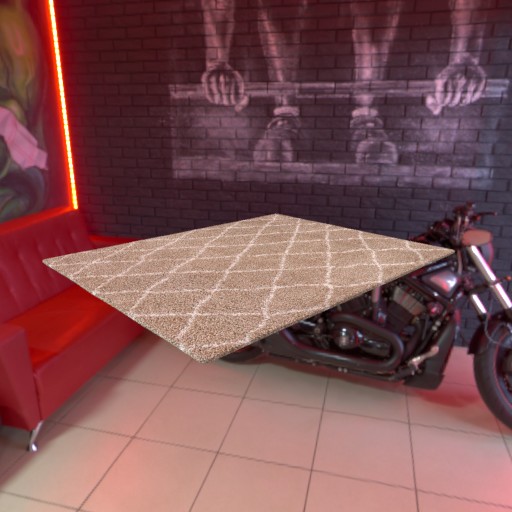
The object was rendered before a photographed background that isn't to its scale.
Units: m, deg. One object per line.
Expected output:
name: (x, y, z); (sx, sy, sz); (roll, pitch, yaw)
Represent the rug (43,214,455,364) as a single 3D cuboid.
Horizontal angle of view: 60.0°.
rug: (0.000, 0.000, 4.163); (3.047, 0.029, 2.438); (-15, 23, -41)
